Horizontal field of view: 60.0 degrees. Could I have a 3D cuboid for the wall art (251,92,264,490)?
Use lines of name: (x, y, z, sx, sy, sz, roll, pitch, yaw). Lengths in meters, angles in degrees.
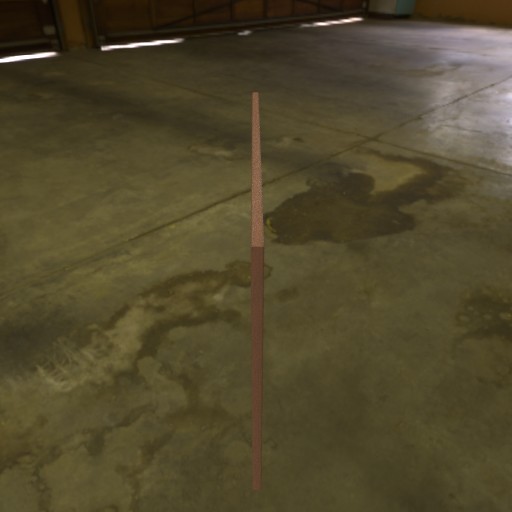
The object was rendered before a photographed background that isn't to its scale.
wall art: (0.000, 0.000, 0.854, 0.014, 0.455, 0.660, 0, 33, 0)
